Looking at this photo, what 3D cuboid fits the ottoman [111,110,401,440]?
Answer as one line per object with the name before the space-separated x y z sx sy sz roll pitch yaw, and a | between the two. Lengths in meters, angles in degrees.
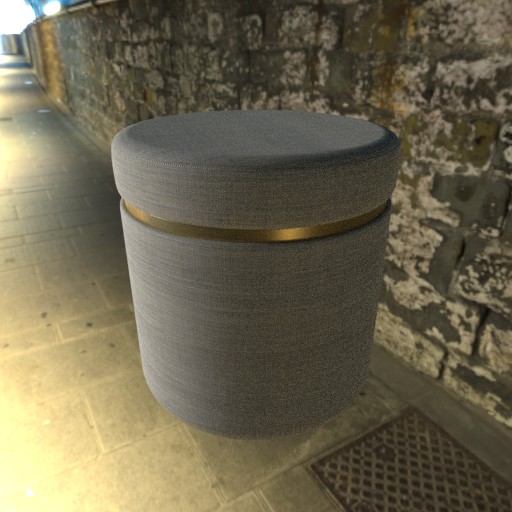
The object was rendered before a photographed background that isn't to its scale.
ottoman | 0.000 0.000 0.715 0.400 0.406 0.400 0 26 0
